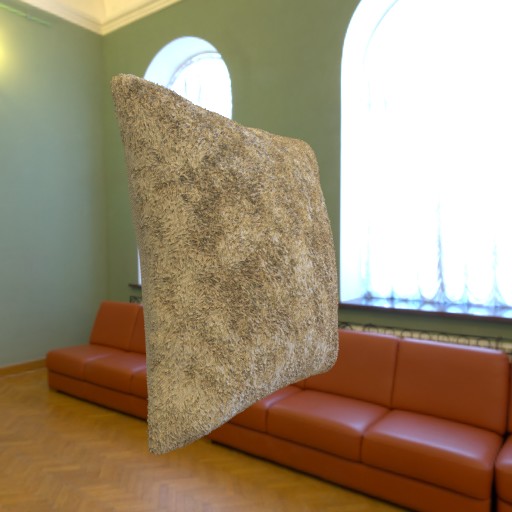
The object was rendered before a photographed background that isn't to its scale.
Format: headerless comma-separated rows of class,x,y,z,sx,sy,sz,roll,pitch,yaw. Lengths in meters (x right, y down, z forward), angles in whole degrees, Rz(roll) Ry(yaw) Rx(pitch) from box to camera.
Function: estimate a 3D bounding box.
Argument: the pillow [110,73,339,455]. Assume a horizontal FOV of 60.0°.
pillow,0.000,0.000,0.793,0.218,0.515,0.529,1,2,34
